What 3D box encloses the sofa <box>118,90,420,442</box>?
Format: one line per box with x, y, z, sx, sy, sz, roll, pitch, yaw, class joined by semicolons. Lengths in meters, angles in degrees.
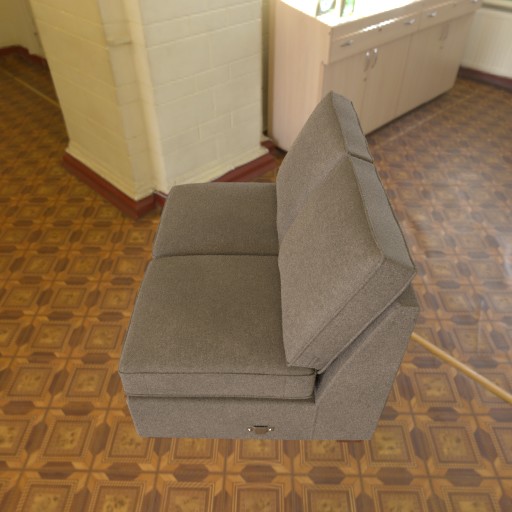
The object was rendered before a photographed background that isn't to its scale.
0.000;0.000;1.927;0.951;1.008;1.237;0;41;1;sofa
